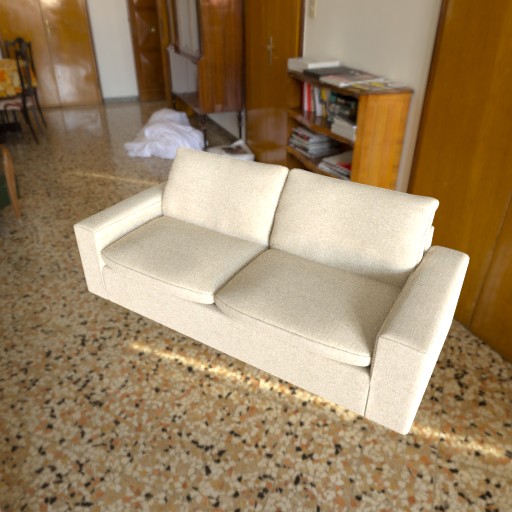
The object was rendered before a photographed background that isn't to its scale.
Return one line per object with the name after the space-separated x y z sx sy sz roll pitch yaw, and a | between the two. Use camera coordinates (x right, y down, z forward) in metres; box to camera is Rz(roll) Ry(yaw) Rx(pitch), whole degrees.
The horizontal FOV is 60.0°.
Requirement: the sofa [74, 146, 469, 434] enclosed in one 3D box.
0.000 0.000 2.784 2.299 0.922 1.040 18 35 27 | sofa
